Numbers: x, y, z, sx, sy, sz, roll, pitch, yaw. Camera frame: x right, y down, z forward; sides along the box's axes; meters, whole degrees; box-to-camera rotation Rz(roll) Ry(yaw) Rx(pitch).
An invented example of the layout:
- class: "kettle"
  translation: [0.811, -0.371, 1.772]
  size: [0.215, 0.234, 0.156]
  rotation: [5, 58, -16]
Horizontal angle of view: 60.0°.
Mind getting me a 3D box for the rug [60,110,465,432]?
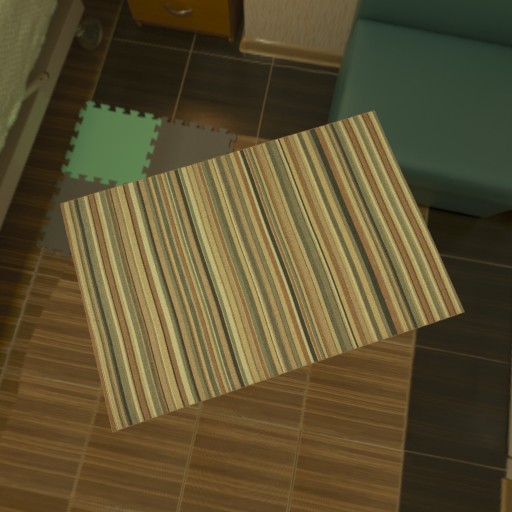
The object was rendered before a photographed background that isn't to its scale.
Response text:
- class: "rug"
  translation: [0.000, 0.000, 2.318]
  size: [1.829, 0.008, 1.219]
  rotation: [-18, 76, -5]
